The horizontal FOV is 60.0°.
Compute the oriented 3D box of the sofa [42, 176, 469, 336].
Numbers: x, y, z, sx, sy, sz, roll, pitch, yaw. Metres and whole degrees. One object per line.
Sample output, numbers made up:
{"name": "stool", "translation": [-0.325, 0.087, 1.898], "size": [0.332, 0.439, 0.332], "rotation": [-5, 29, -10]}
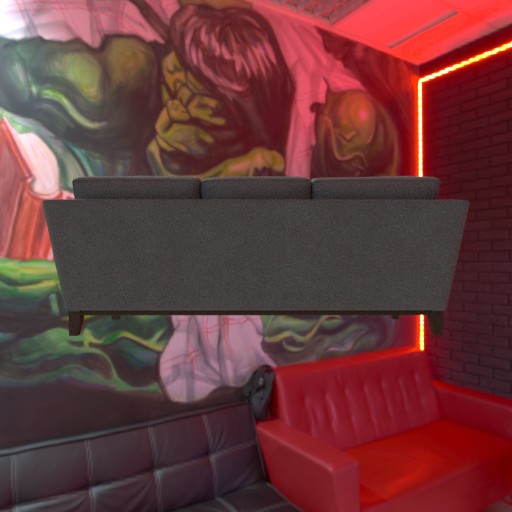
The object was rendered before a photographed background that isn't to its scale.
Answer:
{"name": "sofa", "translation": [0.000, 0.000, 2.939], "size": [2.387, 0.940, 0.965], "rotation": [0, -1, 0]}
